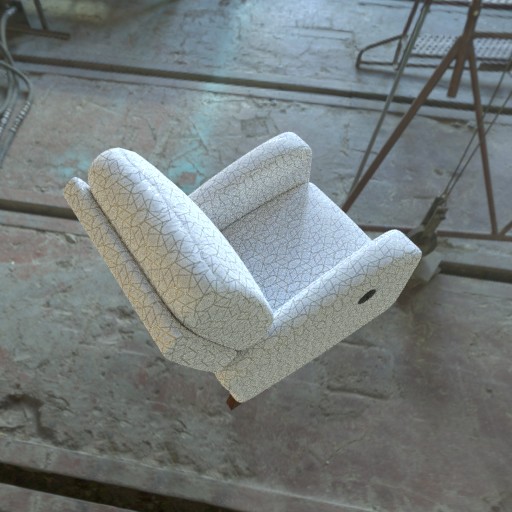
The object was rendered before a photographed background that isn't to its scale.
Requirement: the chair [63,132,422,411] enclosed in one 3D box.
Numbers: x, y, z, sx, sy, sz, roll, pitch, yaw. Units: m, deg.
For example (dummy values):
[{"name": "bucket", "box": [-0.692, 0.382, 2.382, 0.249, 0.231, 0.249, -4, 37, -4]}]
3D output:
[{"name": "chair", "box": [0.000, 0.000, 1.718, 0.995, 1.064, 0.796, -31, 63, -18]}]
